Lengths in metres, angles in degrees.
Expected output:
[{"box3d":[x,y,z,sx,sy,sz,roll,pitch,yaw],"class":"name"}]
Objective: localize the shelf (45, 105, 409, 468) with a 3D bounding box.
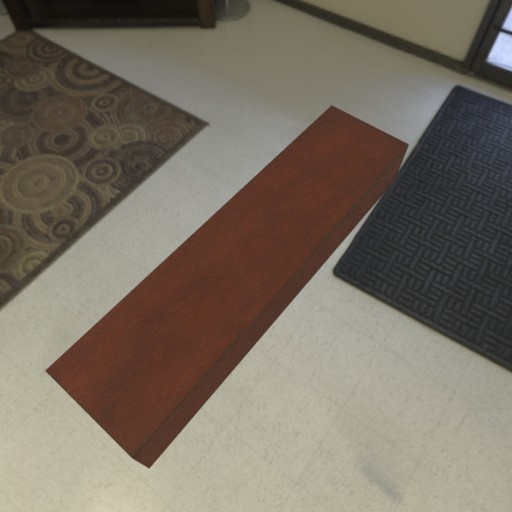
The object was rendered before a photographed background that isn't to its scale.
[{"box3d":[0.000,0.000,0.662,0.152,0.088,0.607,35,64,19],"class":"shelf"}]
